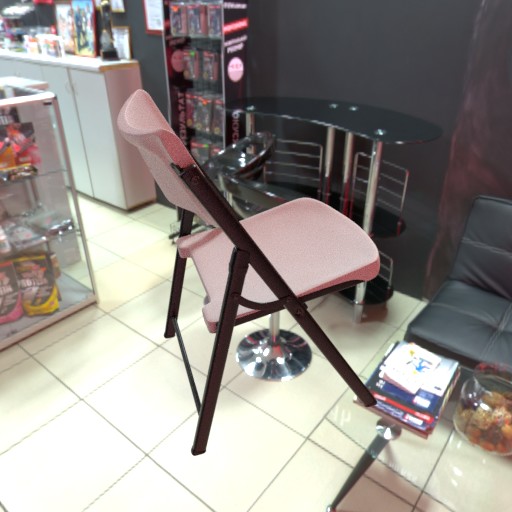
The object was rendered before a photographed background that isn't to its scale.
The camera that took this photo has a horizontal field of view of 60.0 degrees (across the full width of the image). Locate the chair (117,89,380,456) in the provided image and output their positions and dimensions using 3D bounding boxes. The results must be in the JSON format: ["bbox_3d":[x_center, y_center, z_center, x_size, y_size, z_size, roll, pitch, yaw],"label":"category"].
[{"bbox_3d":[0.000,0.000,1.127,0.577,0.765,0.482,-9,31,-16],"label":"chair"}]
